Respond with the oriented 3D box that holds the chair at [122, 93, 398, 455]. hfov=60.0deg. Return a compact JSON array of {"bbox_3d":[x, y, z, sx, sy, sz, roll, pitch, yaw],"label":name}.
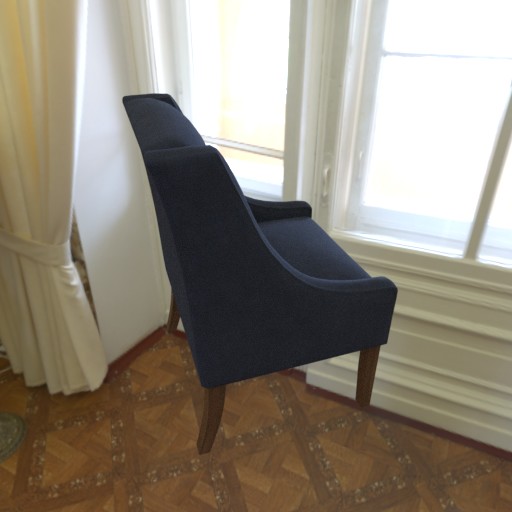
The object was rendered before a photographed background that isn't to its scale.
[{"bbox_3d":[0.000,0.000,1.364,0.629,0.895,0.629,-10,32,-16],"label":"chair"}]
